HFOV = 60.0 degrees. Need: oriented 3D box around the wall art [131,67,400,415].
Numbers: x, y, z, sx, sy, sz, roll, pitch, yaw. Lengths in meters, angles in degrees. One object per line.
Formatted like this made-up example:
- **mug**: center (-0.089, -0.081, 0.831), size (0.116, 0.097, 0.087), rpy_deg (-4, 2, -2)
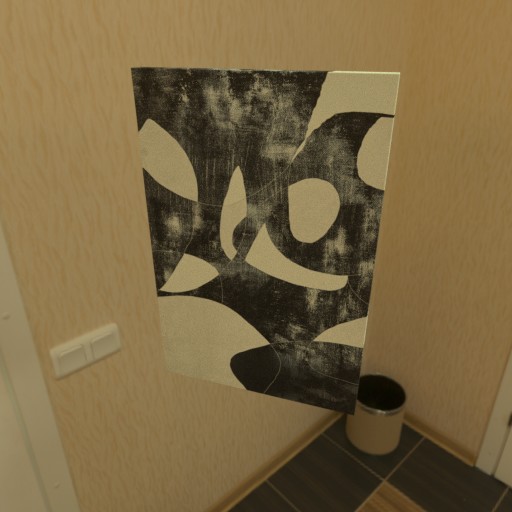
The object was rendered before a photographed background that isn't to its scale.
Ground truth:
- **wall art**: center (0.000, 0.000, 1.179), size (0.610, 0.915, 0.041), rpy_deg (8, 27, 16)
